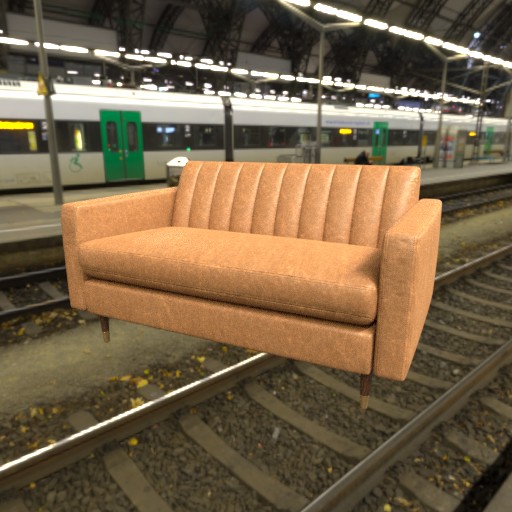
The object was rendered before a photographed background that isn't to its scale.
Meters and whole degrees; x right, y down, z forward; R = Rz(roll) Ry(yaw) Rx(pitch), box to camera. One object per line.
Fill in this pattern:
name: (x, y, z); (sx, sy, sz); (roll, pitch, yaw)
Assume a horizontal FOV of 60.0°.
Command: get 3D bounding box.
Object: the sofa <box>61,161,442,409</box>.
sofa: (0.000, 0.000, 2.086); (1.549, 0.820, 0.960); (7, 16, 25)
